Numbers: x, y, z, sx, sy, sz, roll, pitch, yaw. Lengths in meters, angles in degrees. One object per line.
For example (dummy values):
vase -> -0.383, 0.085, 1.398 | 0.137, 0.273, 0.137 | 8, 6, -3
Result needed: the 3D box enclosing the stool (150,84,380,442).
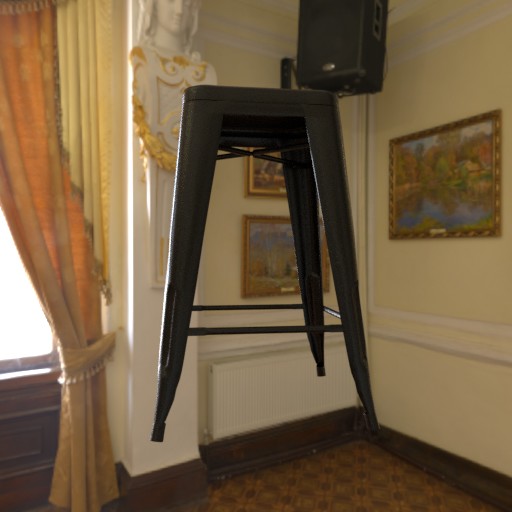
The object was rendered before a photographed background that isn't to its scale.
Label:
stool -> 0.000, 0.000, 0.920 | 0.455, 0.609, 0.423 | 0, 1, -19
